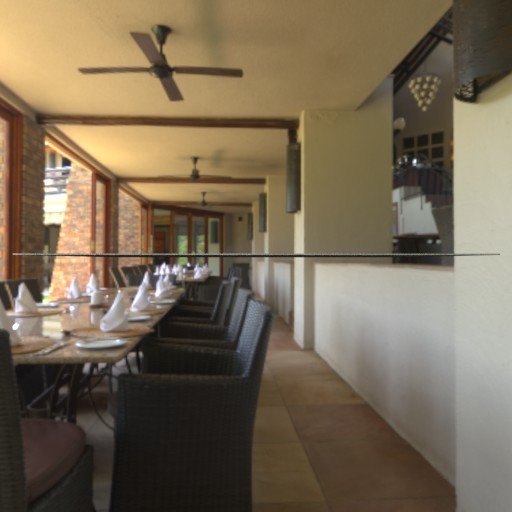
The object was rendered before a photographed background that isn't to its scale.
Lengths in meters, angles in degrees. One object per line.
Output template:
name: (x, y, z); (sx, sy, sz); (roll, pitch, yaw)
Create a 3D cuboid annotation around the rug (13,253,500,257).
rug: (0.000, 0.000, 2.265); (1.827, 0.005, 1.229); (0, -1, -1)
